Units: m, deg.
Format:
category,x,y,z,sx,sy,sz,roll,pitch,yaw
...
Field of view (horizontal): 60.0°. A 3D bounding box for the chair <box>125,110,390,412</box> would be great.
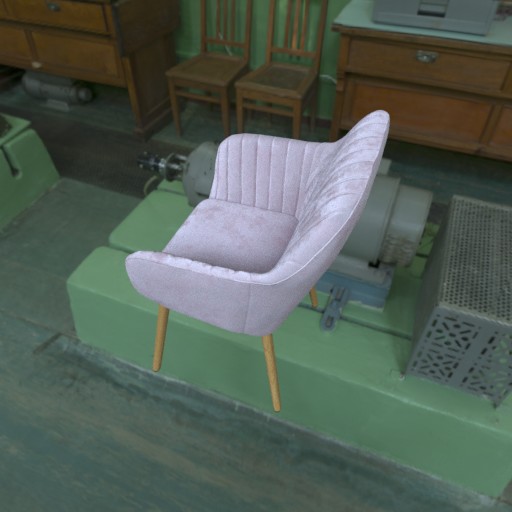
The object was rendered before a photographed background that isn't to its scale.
category,x,y,z,sx,sy,sz,roll,pitch,yaw
chair,0.000,0.000,1.293,0.570,0.832,0.610,15,47,14
